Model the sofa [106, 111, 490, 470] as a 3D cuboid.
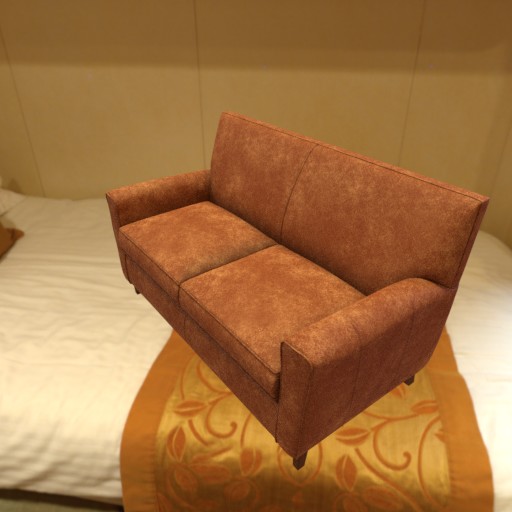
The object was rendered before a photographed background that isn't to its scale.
[{"bbox_3d":[0.000,0.000,1.943,0.787,0.871,1.473,-22,37,-31],"label":"sofa"}]
